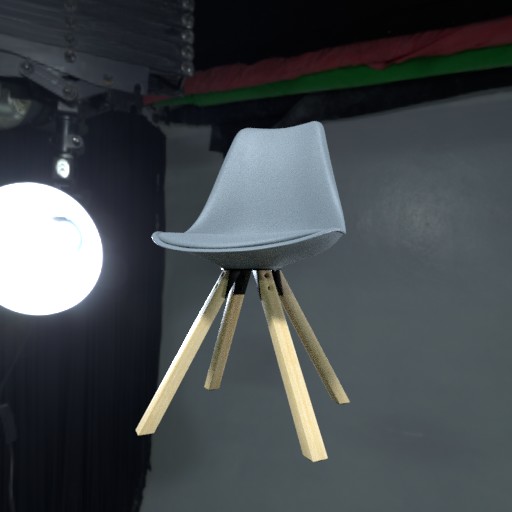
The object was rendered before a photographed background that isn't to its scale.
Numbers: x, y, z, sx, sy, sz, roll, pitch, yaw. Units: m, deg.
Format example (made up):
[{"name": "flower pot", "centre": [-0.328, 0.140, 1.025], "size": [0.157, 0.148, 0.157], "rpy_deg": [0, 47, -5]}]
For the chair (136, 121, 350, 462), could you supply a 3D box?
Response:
[{"name": "chair", "centre": [0.000, 0.000, 1.198], "size": [0.485, 0.850, 0.549], "rpy_deg": [0, 0, 19]}]
